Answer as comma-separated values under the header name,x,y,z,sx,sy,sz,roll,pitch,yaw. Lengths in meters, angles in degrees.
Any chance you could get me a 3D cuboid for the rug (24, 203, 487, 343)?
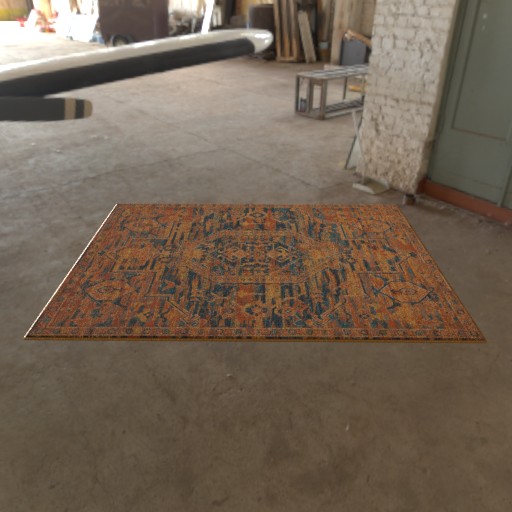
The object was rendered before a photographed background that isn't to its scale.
name,x,y,z,sx,sy,sz,roll,pitch,yaw
rug,0.000,0.000,2.784,2.204,0.024,1.588,0,30,0
